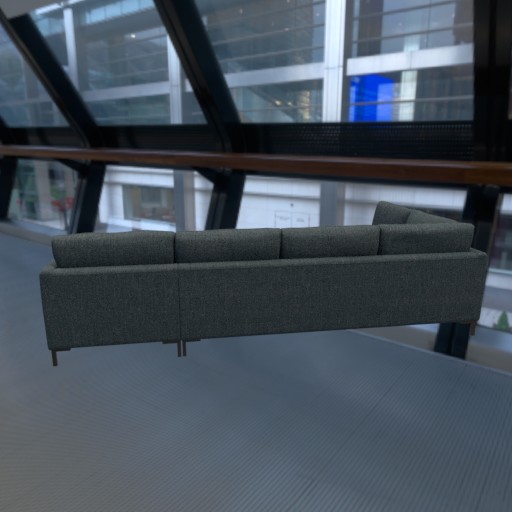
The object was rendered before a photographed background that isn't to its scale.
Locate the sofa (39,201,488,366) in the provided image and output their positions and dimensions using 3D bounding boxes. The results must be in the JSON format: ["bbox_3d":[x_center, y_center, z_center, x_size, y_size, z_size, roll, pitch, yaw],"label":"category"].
[{"bbox_3d":[0.000,0.000,3.524,2.737,0.753,1.879,-2,14,-9],"label":"sofa"}]
